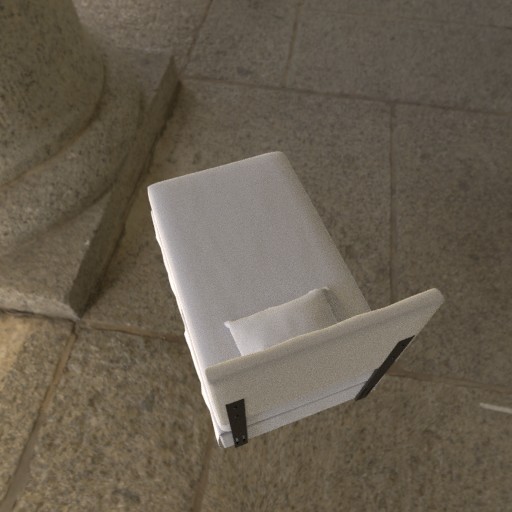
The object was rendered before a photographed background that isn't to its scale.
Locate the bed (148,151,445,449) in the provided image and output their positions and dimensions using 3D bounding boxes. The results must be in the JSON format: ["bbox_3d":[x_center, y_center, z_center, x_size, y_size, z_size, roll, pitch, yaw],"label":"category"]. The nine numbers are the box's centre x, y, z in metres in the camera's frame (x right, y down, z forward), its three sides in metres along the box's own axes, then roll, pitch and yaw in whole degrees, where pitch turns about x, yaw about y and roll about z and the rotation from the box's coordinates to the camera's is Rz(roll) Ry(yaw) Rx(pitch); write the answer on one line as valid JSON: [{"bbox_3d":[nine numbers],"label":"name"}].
[{"bbox_3d":[0.000,0.000,3.057,1.261,1.571,1.997,-17,59,-11],"label":"bed"}]
